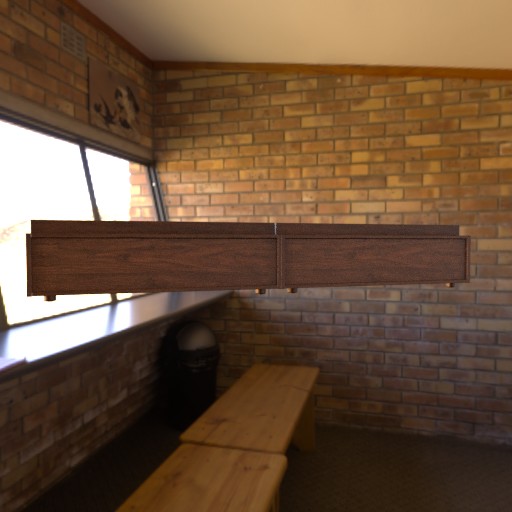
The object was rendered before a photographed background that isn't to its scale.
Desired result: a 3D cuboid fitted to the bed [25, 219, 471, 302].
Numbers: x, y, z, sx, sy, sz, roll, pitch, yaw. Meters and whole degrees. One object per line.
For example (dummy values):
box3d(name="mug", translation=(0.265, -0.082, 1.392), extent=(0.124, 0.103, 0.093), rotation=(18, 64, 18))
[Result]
box3d(name="bed", translation=(0.000, 0.000, 2.353), extent=(2.057, 0.326, 0.787), rotation=(-1, 2, -17))
